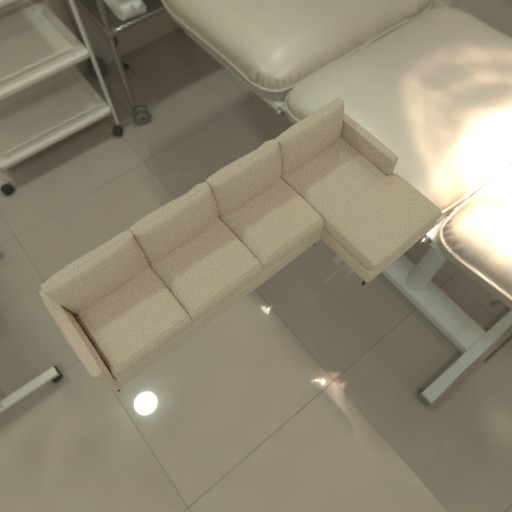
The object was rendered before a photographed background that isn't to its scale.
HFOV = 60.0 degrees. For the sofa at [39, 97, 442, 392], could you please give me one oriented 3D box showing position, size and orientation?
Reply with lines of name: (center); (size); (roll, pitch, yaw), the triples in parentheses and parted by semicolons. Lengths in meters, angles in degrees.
sofa: (0.000, 0.000, 3.231); (2.731, 0.755, 1.258); (-36, 68, -17)
